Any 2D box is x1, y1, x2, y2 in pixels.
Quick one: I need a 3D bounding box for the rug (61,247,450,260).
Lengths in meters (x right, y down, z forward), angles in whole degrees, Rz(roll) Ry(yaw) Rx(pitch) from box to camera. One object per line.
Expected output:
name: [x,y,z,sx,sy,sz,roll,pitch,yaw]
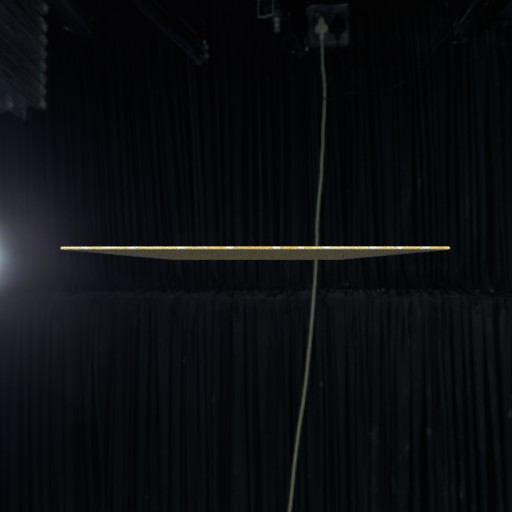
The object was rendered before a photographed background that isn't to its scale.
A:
rug: [0.000,0.000,2.281,1.213,0.010,1.829,0,-1,0]
